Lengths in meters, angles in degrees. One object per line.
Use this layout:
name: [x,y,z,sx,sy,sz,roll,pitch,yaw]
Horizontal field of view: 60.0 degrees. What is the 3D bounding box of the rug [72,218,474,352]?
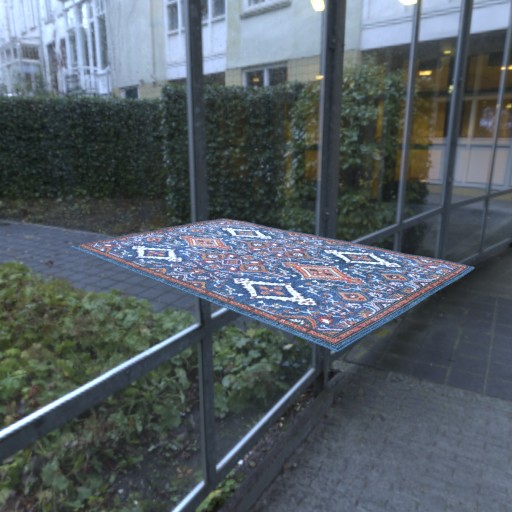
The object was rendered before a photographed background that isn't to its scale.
rug: [0.000,0.000,2.370,1.847,0.014,1.195,15,21,42]
